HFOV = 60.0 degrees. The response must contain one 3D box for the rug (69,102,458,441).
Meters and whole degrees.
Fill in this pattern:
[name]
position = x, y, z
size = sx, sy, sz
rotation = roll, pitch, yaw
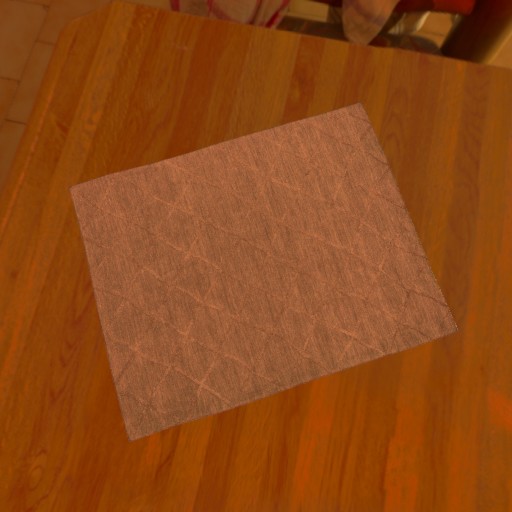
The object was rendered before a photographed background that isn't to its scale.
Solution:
[rug]
position = 0.000, 0.000, 4.121
size = 3.048, 0.013, 2.438
rotation = -17, 77, -4
